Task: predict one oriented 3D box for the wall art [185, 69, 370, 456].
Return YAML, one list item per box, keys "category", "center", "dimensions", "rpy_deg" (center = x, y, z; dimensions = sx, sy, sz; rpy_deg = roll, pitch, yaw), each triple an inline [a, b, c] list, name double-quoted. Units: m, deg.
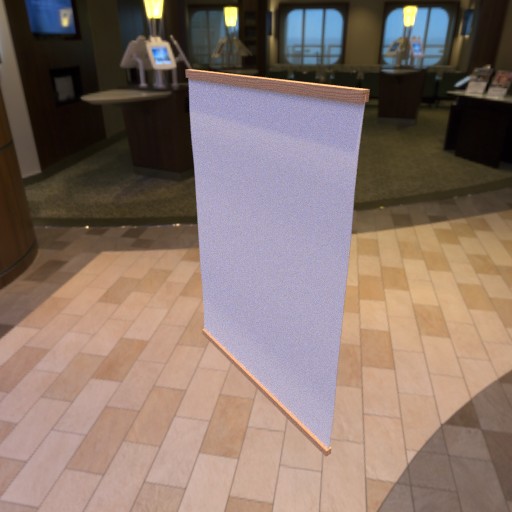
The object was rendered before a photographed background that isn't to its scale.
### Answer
- category: "wall art"
  center: [0.000, 0.000, 1.355]
  dimensions: [0.020, 1.016, 0.739]
  rpy_deg: [-17, 31, -31]
